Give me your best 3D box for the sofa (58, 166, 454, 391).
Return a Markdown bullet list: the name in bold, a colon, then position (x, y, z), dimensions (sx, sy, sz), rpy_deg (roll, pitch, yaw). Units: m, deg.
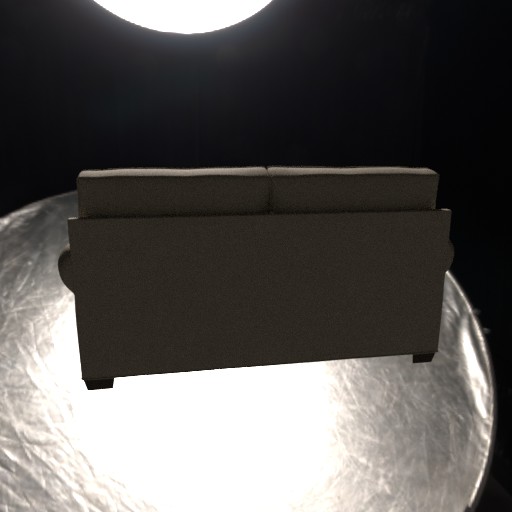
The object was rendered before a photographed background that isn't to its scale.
- **sofa**: position (0.000, 0.000, 2.300), dimensions (1.774, 0.933, 0.861), rpy_deg (-2, 14, -9)
